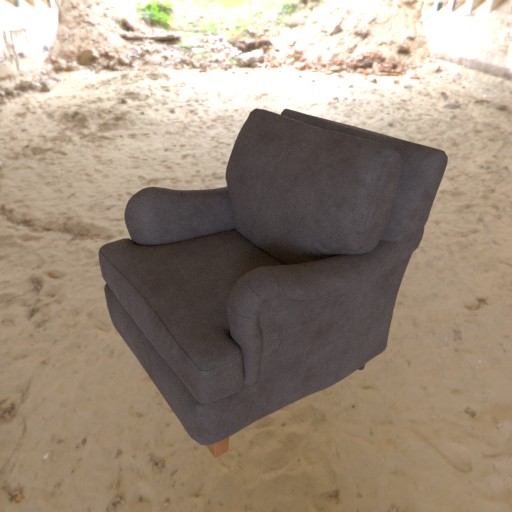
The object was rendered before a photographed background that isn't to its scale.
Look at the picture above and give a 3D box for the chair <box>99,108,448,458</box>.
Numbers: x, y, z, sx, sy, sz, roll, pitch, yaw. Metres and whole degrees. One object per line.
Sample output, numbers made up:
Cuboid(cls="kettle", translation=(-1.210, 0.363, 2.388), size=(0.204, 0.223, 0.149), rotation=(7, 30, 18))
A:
Cuboid(cls="chair", translation=(0.000, 0.000, 1.815), size=(1.070, 0.997, 0.955), rotation=(-20, 35, -30))
